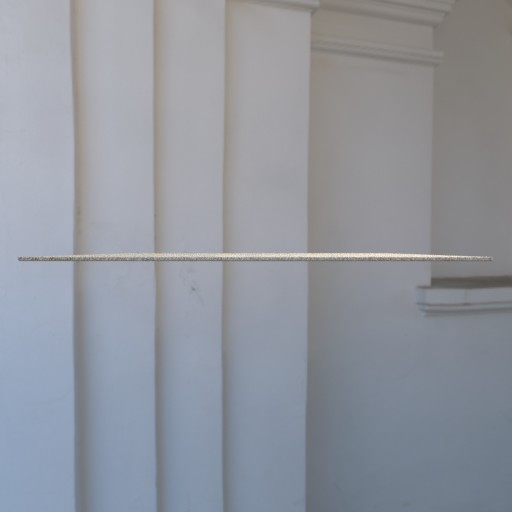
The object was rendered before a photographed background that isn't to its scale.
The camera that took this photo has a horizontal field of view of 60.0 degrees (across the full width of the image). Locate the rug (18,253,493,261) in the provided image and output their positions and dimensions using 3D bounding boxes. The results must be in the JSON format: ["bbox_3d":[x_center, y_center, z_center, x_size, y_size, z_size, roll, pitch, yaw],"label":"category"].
[{"bbox_3d":[0.000,0.000,3.995,3.000,0.026,2.400,0,1,0],"label":"rug"}]
